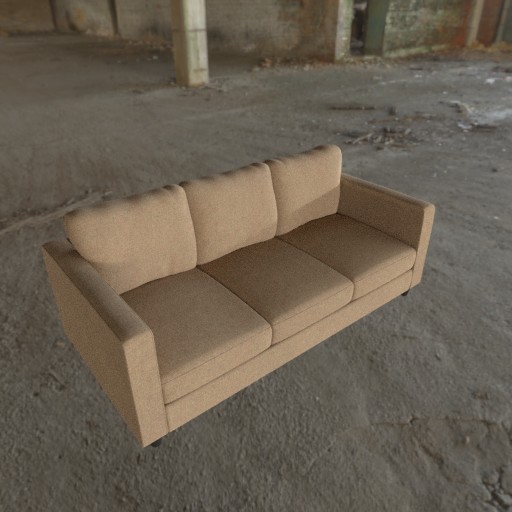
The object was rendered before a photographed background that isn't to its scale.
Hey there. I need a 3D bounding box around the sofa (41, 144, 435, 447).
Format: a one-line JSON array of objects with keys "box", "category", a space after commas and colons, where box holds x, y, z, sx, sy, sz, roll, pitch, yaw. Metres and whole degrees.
[{"box": [0.000, 0.000, 2.353, 1.855, 0.800, 0.930, -22, 36, -33], "category": "sofa"}]
